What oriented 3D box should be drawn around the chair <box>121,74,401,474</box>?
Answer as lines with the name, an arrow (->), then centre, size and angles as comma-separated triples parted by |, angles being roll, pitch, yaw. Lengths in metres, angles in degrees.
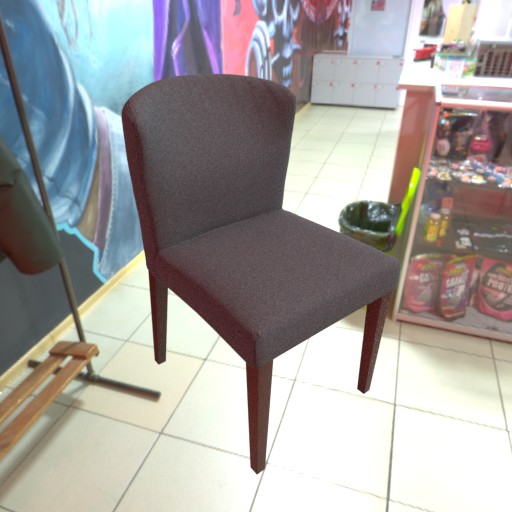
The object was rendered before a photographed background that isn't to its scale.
chair -> 0.000, 0.000, 1.174 | 0.491, 0.839, 0.592 | -22, 37, -33
